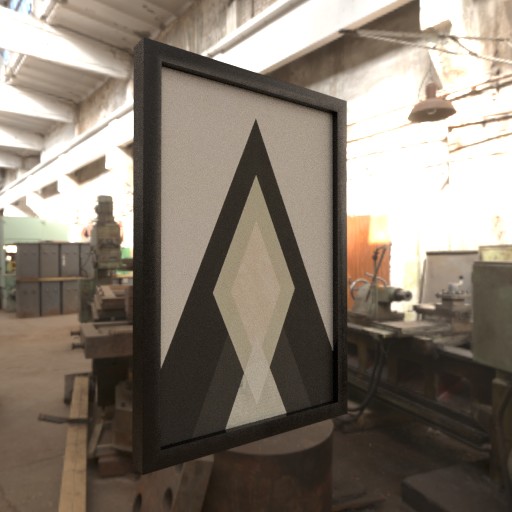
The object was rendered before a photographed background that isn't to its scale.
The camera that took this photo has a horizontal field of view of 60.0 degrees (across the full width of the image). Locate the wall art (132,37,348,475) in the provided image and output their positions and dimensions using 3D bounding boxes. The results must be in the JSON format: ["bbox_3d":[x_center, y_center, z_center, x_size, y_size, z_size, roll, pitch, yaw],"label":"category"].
[{"bbox_3d":[0.000,0.000,0.566,0.313,0.457,0.031,1,-1,-37],"label":"wall art"}]
